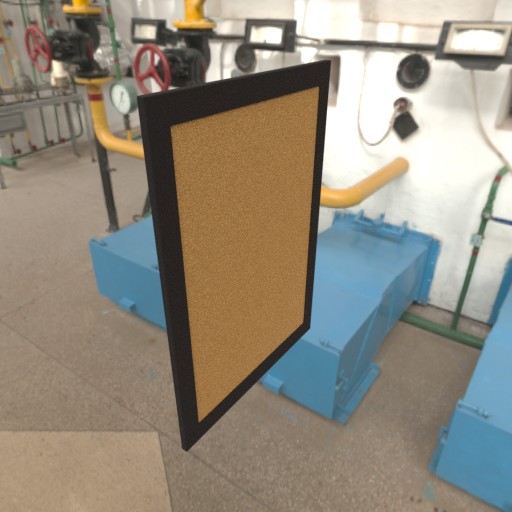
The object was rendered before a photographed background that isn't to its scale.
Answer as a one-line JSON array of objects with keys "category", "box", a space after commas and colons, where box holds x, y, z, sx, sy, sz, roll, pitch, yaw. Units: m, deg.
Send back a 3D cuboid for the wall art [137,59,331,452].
[{"category": "wall art", "box": [0.000, 0.000, 0.689, 0.012, 0.529, 0.374, 20, 36, 31]}]
